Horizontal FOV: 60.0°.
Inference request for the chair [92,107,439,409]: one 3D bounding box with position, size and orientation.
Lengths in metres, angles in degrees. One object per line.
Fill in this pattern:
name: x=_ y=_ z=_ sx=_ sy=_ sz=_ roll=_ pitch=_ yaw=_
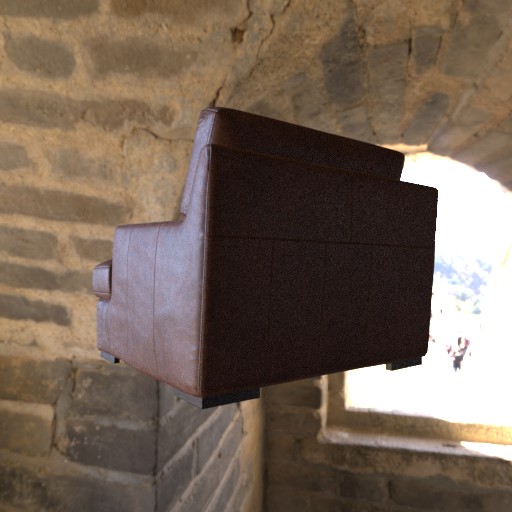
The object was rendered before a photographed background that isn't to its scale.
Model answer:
chair: x=0.000 y=0.000 z=1.991 sx=1.168 sy=0.939 sz=1.143 roll=2 pitch=-3 yaw=-36
